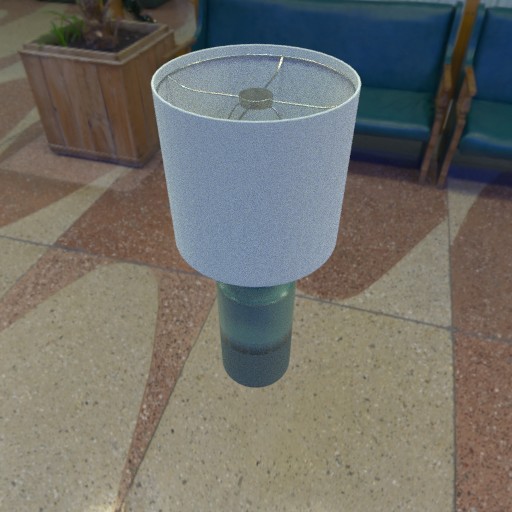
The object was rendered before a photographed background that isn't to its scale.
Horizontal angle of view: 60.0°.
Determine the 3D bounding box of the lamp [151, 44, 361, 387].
[{"bbox_3d":[0.000,0.000,0.617,0.212,0.493,0.212,13,43,14],"label":"lamp"}]
